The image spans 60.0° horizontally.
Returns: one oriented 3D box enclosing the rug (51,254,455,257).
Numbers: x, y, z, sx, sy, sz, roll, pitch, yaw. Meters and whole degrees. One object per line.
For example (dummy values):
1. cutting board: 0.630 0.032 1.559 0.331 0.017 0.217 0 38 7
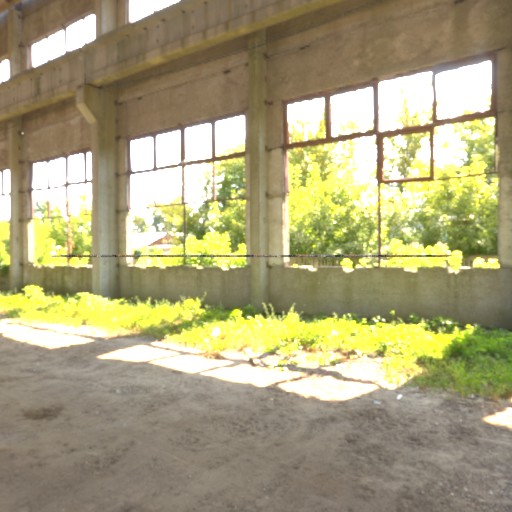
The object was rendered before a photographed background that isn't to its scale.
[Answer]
1. rug: 0.000 0.000 2.247 1.278 0.009 1.730 0 0 1
